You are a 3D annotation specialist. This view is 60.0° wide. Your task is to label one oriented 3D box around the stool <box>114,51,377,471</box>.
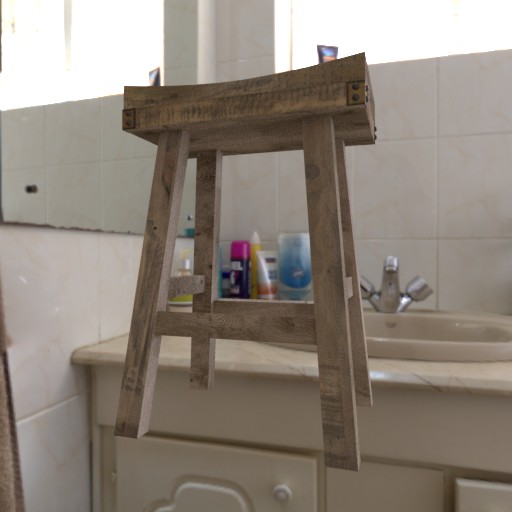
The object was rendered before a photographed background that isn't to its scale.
[{"bbox_3d":[0.000,0.000,0.875,0.450,0.635,0.330,0,0,18],"label":"stool"}]
